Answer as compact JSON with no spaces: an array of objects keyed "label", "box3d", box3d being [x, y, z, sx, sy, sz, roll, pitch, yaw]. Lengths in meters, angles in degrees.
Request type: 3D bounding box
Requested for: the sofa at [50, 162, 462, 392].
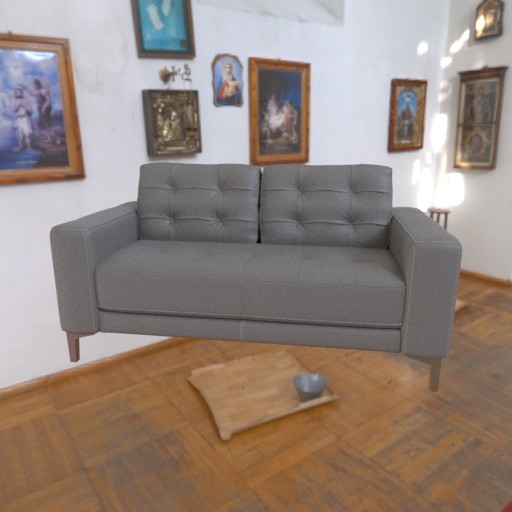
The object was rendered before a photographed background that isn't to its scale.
[{"label":"sofa","box3d":[0.000,0.000,2.211,1.726,0.892,0.833,2,15,9]}]
